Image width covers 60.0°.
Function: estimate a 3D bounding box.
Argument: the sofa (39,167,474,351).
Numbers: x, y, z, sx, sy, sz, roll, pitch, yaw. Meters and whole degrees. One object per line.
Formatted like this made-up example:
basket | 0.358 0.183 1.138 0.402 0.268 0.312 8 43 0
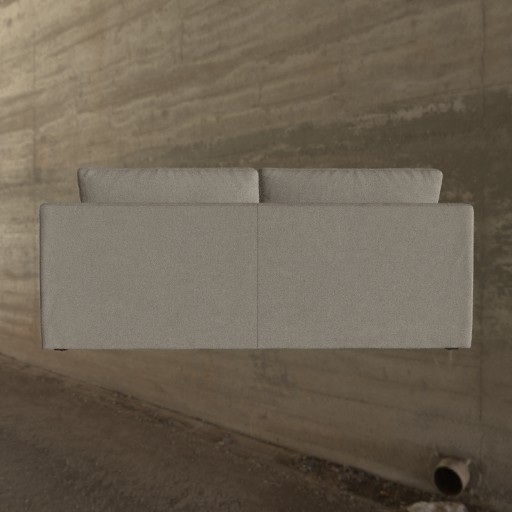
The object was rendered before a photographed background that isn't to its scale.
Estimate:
sofa | 0.000 0.000 2.458 1.905 0.839 1.091 0 1 -1
